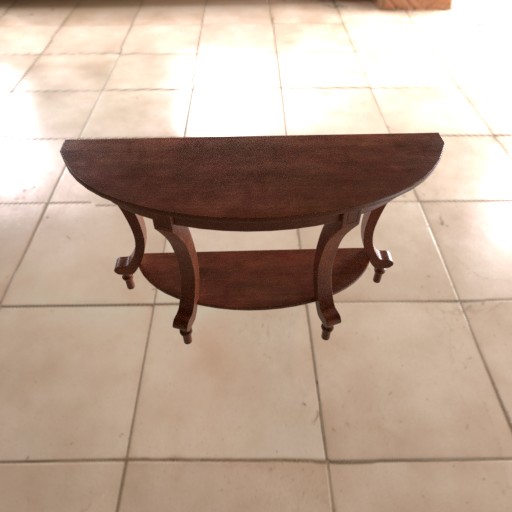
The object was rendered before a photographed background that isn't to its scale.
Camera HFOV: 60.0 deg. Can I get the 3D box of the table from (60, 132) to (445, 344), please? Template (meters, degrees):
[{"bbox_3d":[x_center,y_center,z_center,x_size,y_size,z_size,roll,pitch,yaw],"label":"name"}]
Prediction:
[{"bbox_3d":[0.000,0.000,1.532,1.198,0.699,0.394,-1,46,-1],"label":"table"}]
